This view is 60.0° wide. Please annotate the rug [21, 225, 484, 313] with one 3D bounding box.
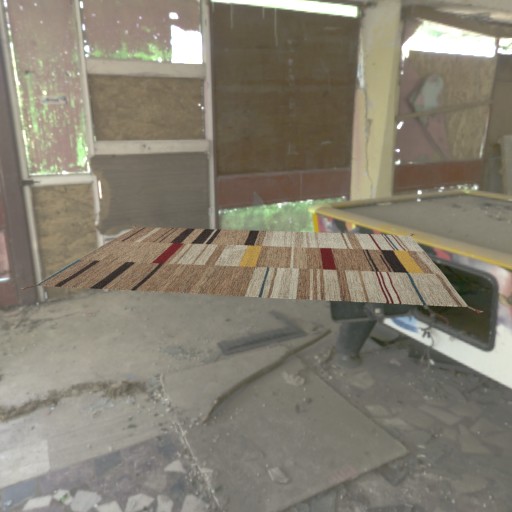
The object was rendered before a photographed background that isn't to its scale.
[{"bbox_3d":[0.000,0.000,2.372,1.918,0.007,1.268,2,17,7],"label":"rug"}]
